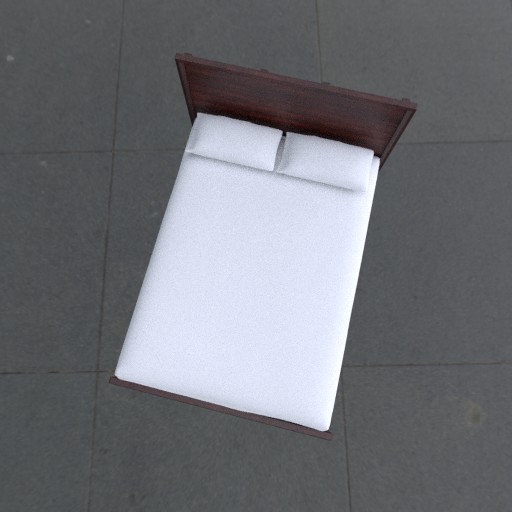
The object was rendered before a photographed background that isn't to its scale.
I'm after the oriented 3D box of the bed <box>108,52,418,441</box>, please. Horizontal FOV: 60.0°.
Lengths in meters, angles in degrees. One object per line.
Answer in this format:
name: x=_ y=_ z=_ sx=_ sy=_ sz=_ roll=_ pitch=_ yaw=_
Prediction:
bed: x=0.000 y=0.000 z=4.033 sx=2.040 sy=1.492 sz=2.803 roll=13 pitch=75 yaw=4
